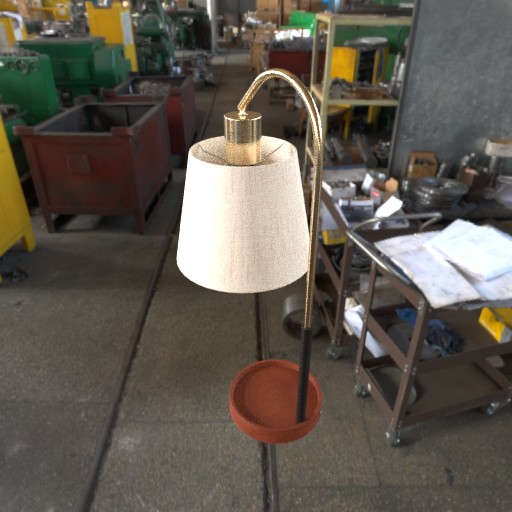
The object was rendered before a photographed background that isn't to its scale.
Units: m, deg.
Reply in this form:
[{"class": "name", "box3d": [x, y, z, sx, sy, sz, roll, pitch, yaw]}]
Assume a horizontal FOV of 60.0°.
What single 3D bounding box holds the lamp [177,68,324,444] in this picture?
[{"class": "lamp", "box3d": [0.000, 0.000, 0.669, 0.211, 0.536, 0.273, -19, 35, -29]}]
